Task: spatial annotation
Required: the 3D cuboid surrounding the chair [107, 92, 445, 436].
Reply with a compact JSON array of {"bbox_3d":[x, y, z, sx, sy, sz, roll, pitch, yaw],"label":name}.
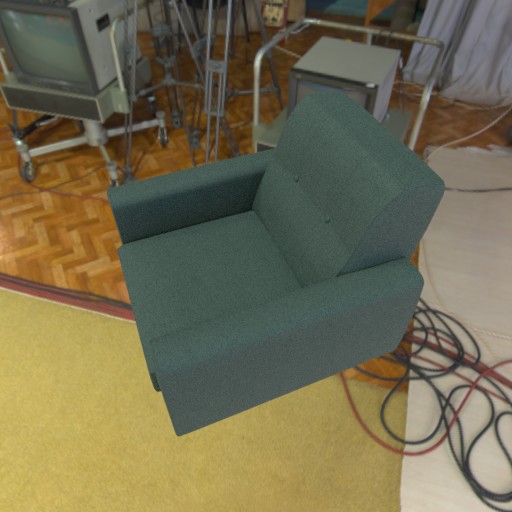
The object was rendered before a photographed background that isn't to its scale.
[{"bbox_3d":[0.000,0.000,1.567,0.909,0.841,0.831,-16,49,-15],"label":"chair"}]
